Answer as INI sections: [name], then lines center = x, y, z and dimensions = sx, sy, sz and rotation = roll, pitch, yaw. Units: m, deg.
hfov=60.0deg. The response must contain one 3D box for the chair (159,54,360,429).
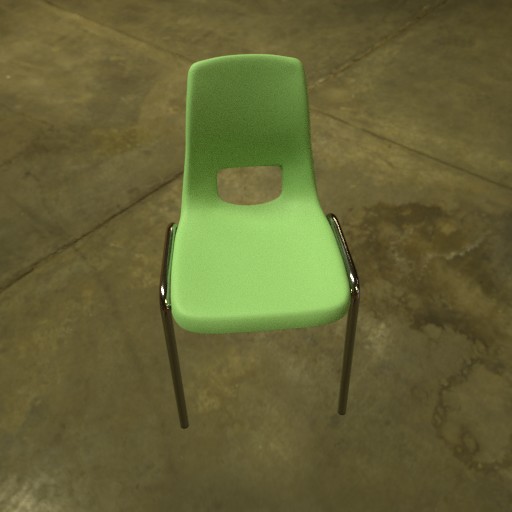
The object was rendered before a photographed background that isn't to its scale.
[chair]
center = 0.000, 0.000, 0.918
dimensions = 0.381, 0.653, 0.436
rotation = -4, 47, -3
